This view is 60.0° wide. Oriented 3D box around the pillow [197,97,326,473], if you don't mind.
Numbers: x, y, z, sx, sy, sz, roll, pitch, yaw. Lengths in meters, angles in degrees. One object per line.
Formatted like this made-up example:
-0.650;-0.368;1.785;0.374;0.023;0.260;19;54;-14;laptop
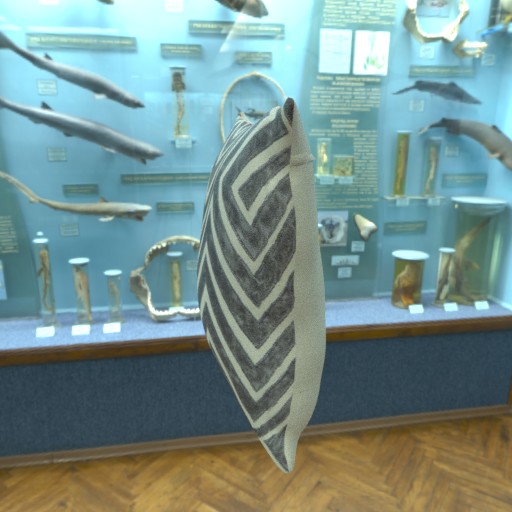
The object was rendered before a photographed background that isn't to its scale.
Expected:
0.000;0.000;0.679;0.182;0.441;0.440;-2;15;-8;pillow
